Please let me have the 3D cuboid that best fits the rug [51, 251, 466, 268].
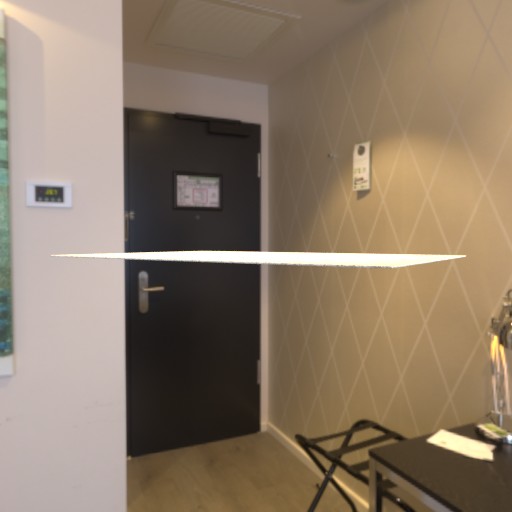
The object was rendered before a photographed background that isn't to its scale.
[{"bbox_3d":[0.000,0.000,2.331,1.827,0.007,1.211,1,2,35],"label":"rug"}]
